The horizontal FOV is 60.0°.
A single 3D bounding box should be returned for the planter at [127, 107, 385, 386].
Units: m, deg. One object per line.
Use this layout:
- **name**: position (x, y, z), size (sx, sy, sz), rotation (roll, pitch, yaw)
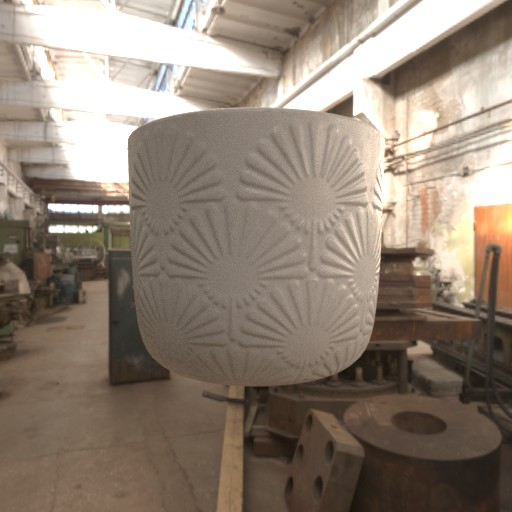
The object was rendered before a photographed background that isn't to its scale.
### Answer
- **planter**: position (0.000, 0.000, 0.222), size (0.124, 0.109, 0.124), rotation (0, 0, 0)
